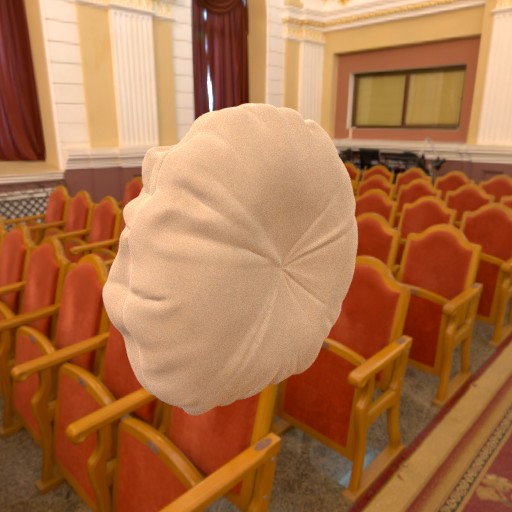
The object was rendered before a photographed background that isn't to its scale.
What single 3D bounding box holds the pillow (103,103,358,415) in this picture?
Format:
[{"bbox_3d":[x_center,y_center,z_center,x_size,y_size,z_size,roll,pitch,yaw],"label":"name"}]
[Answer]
[{"bbox_3d":[0.000,0.000,0.625,0.428,0.407,0.148,-16,22,-43],"label":"pillow"}]
